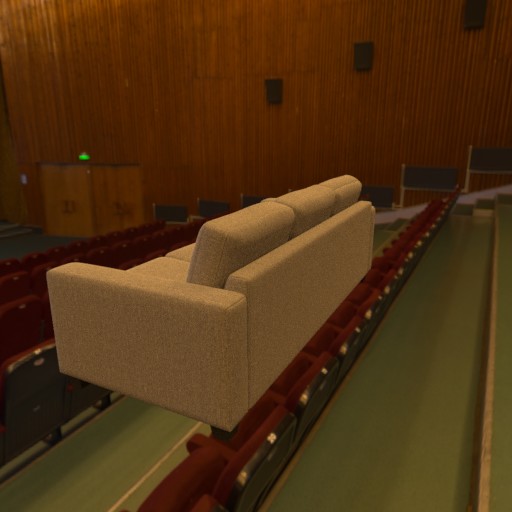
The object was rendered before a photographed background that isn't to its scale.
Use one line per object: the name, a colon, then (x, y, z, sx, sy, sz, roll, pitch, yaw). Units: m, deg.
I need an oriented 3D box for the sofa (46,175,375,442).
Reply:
sofa: (0.000, 0.000, 2.579, 0.900, 0.800, 2.120, 8, 18, 26)
